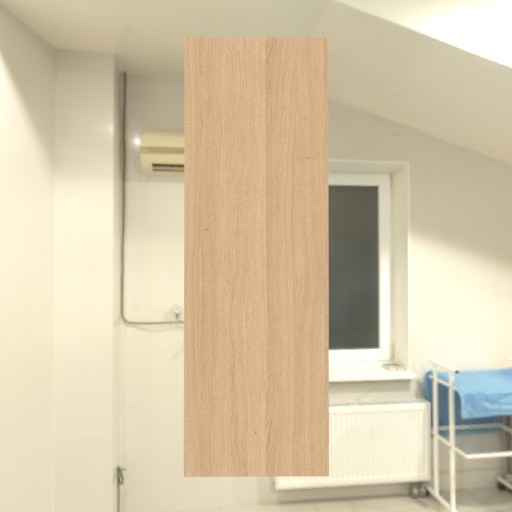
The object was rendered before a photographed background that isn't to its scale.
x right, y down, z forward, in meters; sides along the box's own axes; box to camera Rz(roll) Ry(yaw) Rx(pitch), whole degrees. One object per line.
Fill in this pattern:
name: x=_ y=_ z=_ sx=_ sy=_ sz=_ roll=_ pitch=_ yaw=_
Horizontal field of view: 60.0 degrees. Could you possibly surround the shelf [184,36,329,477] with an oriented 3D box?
shelf: x=0.000 y=0.000 z=0.987 sx=0.290 sy=0.882 sz=0.197 roll=0 pitch=-1 yaw=-1
